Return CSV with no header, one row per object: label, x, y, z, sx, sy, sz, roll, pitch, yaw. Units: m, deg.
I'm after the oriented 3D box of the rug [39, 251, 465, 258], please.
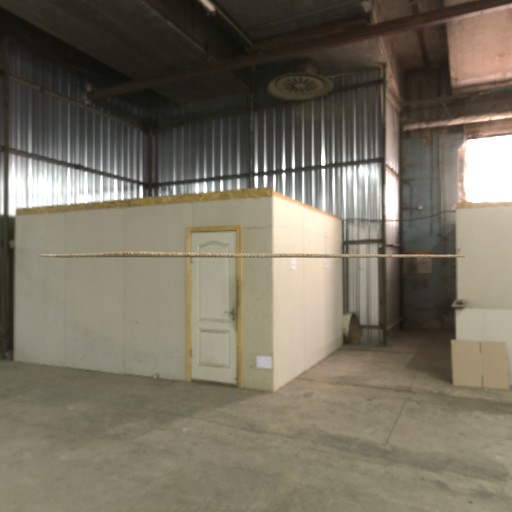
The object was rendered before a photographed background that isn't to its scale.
rug,0.000,0.000,2.272,1.822,0.018,1.211,0,0,-36
